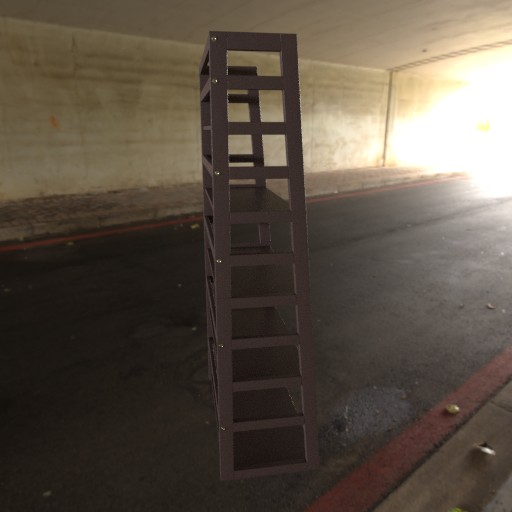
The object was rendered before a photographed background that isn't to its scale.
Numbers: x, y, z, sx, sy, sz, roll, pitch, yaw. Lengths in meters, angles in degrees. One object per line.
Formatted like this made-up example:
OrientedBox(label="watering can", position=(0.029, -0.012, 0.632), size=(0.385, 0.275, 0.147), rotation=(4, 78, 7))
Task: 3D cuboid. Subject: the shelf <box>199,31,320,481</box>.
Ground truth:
OrientedBox(label="shelf", position=(0.000, 0.000, 1.905), size=(0.403, 1.600, 0.763), rotation=(-3, 16, -9))
